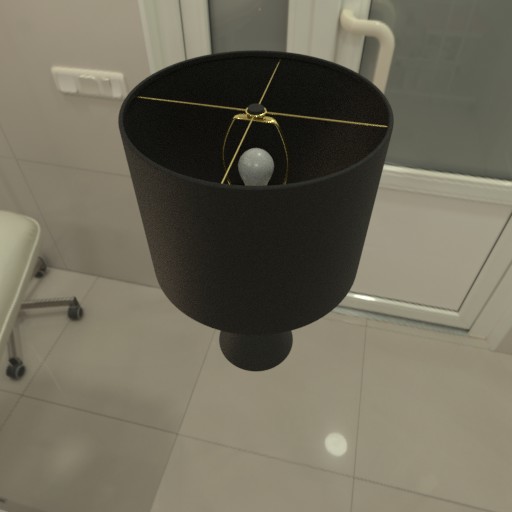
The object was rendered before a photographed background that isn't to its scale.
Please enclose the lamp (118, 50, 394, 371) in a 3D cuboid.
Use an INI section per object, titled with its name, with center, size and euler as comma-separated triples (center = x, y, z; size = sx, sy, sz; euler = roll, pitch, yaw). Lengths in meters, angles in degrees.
[lamp]
center = 0.000, 0.000, 0.800
size = 0.359, 0.584, 0.359
euler = 10, 47, 9
